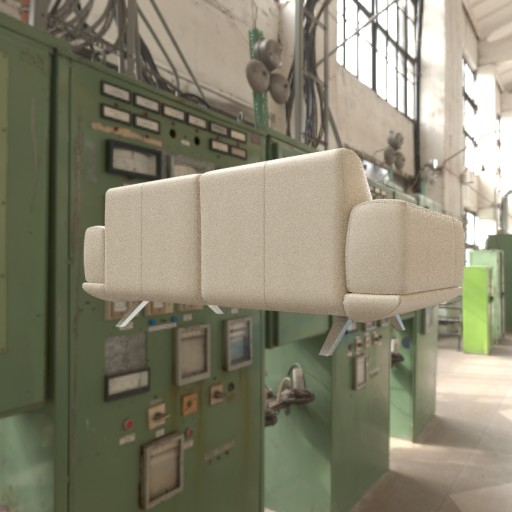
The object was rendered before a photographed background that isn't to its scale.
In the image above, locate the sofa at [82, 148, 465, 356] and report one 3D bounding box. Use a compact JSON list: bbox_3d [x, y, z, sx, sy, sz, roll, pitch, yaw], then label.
[{"bbox_3d":[0.000,0.000,2.372,1.901,0.772,0.900,-1,-2,37],"label":"sofa"}]
